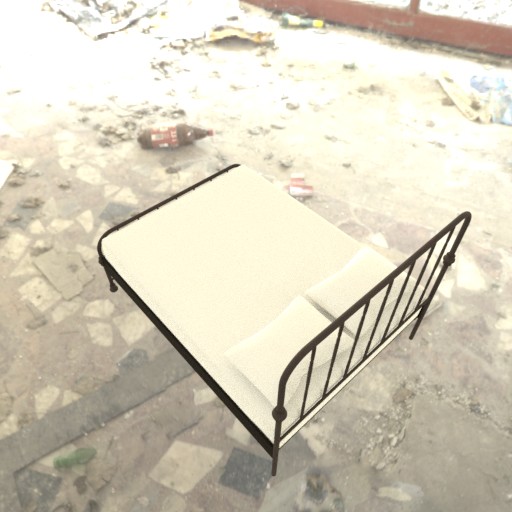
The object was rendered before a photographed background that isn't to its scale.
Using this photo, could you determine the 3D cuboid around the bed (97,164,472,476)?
[{"bbox_3d":[0.000,0.000,3.241,1.616,1.446,2.134,-34,56,-27],"label":"bed"}]
